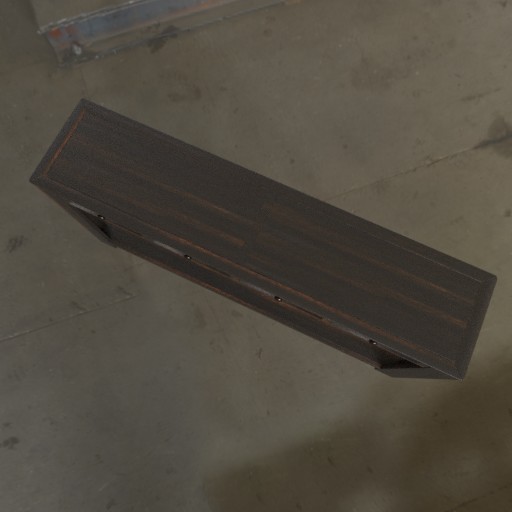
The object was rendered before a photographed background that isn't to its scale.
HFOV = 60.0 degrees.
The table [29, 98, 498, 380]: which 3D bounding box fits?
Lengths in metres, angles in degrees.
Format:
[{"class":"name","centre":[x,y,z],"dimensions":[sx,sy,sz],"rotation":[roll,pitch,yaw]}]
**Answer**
[{"class":"table","centre":[0.000,0.000,1.909],"dimensions":[1.631,0.762,0.384],"rotation":[24,77,6]}]
